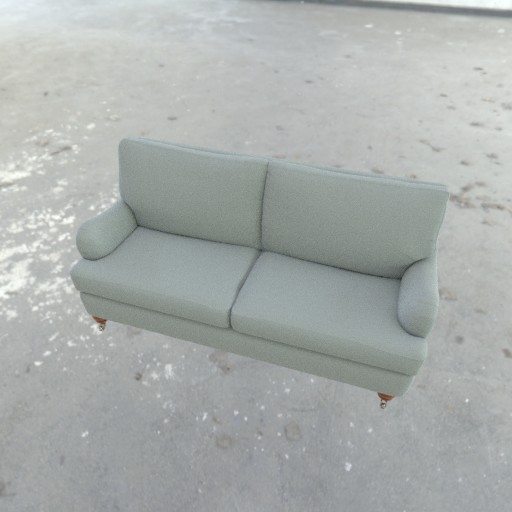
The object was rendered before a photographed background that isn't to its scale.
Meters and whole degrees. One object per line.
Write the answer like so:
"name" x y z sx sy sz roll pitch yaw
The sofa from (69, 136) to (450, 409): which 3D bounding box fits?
"sofa" 0.000 0.000 2.868 2.193 1.096 1.069 12 42 13
